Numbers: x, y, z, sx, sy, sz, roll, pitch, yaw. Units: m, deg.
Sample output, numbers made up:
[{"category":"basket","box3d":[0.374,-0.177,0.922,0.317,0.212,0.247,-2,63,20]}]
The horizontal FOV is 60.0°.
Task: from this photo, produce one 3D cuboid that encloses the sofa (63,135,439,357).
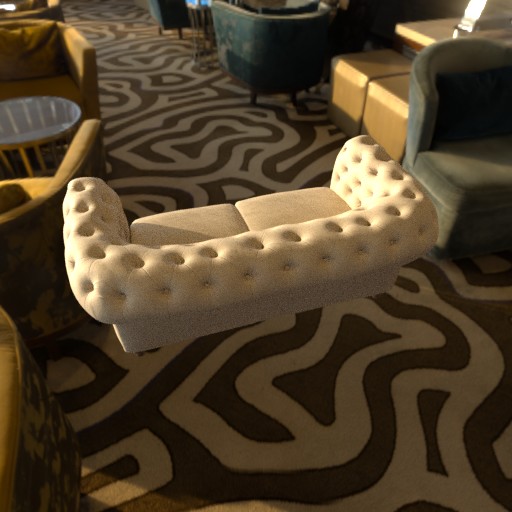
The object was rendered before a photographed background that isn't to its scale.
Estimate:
[{"category":"sofa","box3d":[0.000,0.000,2.582,1.988,0.835,1.069,-12,42,-13]}]
